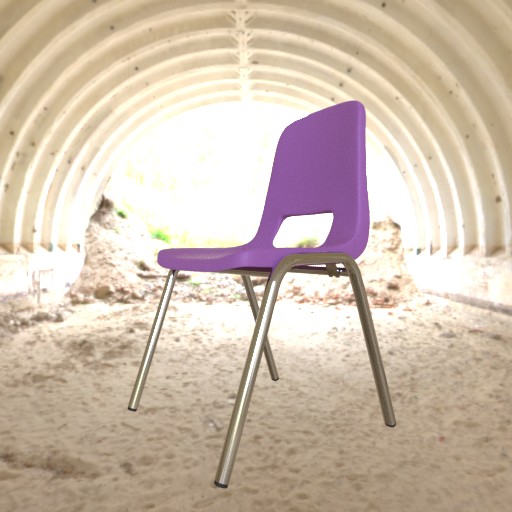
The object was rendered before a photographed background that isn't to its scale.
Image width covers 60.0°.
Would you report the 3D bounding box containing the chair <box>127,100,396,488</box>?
[{"bbox_3d":[0.000,0.000,0.670,0.301,0.493,0.291,-1,1,-35],"label":"chair"}]
